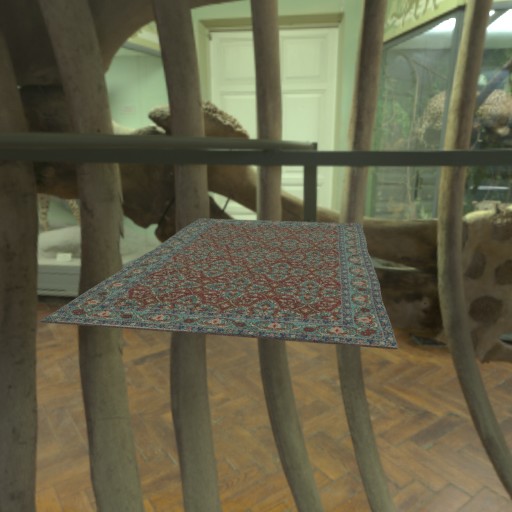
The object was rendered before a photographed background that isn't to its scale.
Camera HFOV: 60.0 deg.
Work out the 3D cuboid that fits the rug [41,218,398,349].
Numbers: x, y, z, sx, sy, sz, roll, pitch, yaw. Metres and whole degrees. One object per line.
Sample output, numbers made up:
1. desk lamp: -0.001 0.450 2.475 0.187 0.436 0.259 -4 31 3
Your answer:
1. rug: 0.000 0.000 2.993 1.533 0.011 2.439 3 16 9
